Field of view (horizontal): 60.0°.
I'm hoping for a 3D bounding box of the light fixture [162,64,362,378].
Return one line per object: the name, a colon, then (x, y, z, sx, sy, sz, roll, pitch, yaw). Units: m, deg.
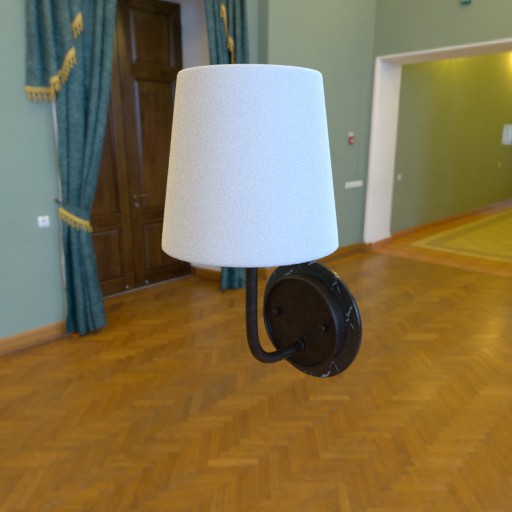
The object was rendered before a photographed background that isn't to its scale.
light fixture: (0.000, 0.000, 0.444, 0.168, 0.337, 0.188, 14, 21, 42)
